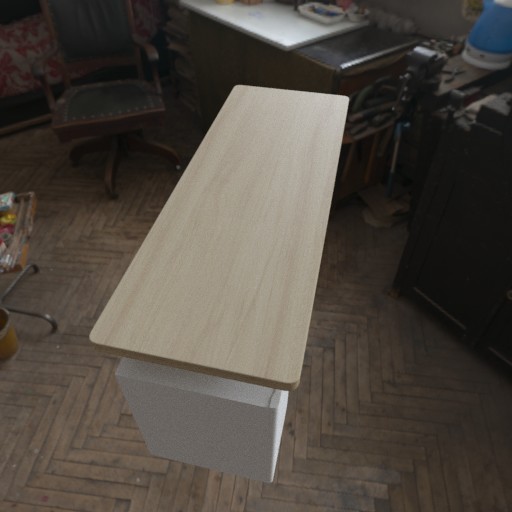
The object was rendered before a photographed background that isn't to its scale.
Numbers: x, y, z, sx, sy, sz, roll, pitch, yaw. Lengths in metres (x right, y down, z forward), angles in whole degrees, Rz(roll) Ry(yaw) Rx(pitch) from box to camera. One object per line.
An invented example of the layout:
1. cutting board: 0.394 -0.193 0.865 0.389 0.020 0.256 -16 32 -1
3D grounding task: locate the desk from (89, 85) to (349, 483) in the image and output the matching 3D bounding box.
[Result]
1. desk: 0.000 0.000 1.867 0.550 0.755 1.500 9 47 9
